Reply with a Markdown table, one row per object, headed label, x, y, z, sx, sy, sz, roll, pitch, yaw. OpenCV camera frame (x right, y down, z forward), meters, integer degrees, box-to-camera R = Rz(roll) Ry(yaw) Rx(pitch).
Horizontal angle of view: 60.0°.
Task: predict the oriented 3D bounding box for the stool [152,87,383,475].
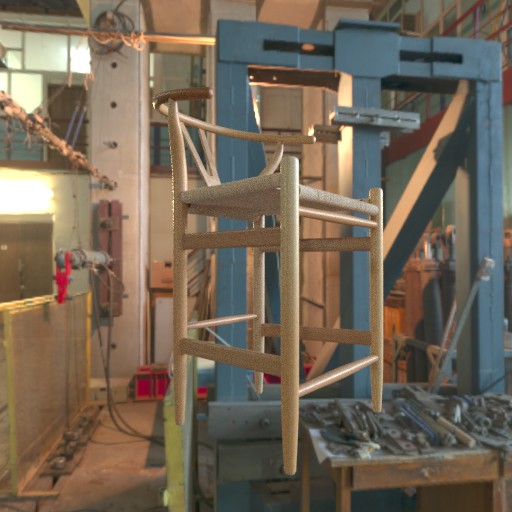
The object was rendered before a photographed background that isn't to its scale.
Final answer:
| label | x | y | z | sx | sy | sz | roll | pitch | yaw |
| --- | --- | --- | --- | --- | --- | --- | --- | --- | --- |
| stool | 0.000 | 0.000 | 1.291 | 0.575 | 0.923 | 0.536 | -1 | -1 | 37 |
